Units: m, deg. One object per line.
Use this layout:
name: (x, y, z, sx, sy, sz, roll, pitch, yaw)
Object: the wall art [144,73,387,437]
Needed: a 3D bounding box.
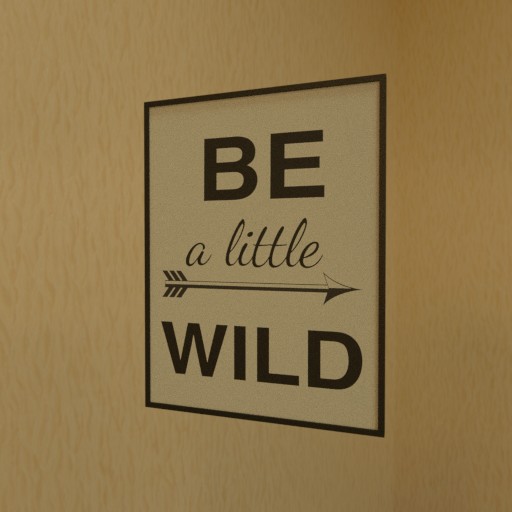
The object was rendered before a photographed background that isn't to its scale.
wall art: (0.000, 0.000, 1.436, 0.806, 1.062, 0.038, 0, 1, 18)
